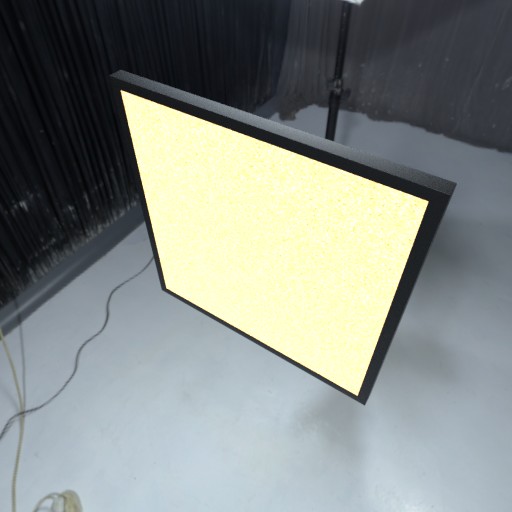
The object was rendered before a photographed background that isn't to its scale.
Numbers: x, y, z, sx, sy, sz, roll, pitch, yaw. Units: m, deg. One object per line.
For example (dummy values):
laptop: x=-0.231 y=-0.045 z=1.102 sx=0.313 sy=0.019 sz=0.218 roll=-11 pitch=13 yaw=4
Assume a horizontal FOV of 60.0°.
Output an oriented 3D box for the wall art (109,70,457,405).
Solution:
wall art: x=0.000 y=0.000 z=1.124 sx=0.756 sy=0.755 sz=0.036 roll=26 pitch=52 yaw=22
